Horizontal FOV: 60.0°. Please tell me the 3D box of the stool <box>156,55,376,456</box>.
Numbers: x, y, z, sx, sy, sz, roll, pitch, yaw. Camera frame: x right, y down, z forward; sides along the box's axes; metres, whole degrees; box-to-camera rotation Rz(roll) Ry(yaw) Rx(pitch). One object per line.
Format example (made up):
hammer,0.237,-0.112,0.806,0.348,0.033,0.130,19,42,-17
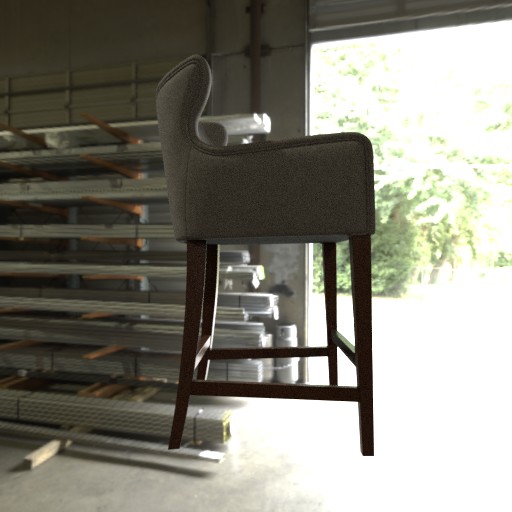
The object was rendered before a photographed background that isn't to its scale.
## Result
stool,0.000,0.000,1.314,0.575,0.951,0.575,0,-1,1
